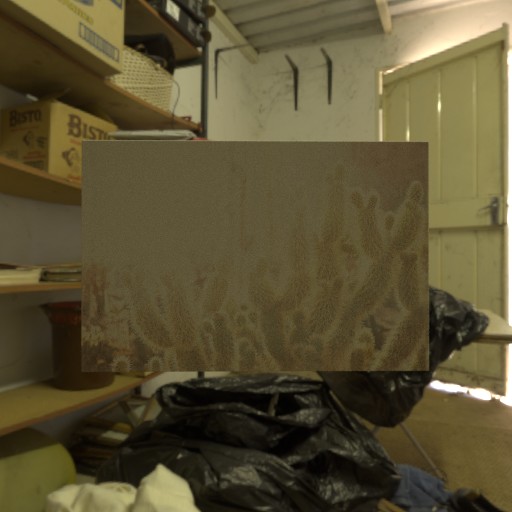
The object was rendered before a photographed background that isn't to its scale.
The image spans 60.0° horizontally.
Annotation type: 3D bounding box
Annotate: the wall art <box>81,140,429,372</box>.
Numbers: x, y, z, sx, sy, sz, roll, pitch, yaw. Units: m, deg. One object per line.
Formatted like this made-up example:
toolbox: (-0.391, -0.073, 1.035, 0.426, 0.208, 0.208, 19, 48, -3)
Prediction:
wall art: (0.000, 0.000, 1.476, 1.142, 0.758, 0.041, 0, 0, -1)
